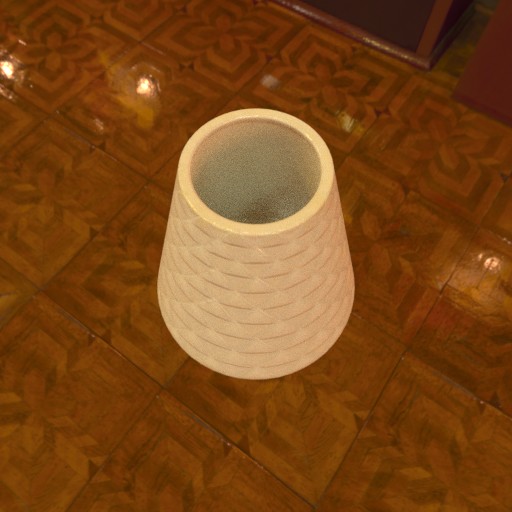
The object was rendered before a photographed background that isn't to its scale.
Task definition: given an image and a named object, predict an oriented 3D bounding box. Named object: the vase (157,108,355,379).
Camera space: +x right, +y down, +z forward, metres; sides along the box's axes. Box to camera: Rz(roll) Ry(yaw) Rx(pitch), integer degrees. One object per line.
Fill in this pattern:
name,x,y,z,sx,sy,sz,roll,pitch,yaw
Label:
vase,0.000,0.000,0.352,0.175,0.230,0.175,0,64,0
